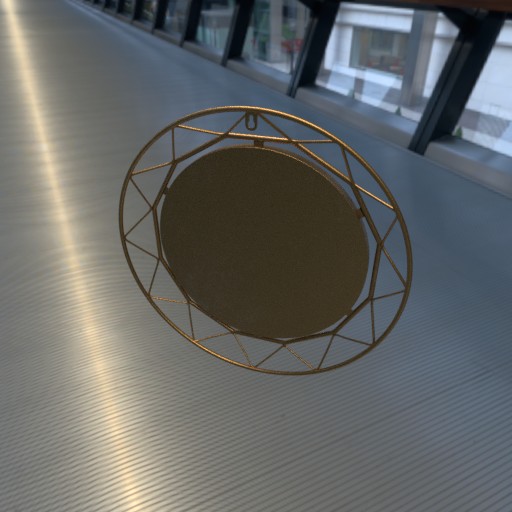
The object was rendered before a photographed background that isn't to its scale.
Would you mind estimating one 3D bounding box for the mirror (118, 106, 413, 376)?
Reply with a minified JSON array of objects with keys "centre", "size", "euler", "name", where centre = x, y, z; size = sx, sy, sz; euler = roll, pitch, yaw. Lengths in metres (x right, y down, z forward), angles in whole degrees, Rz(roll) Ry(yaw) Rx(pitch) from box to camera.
[{"centre":[0.000,0.000,0.679],"size":[0.454,0.454,0.043],"euler":[10,33,16],"name":"mirror"}]
